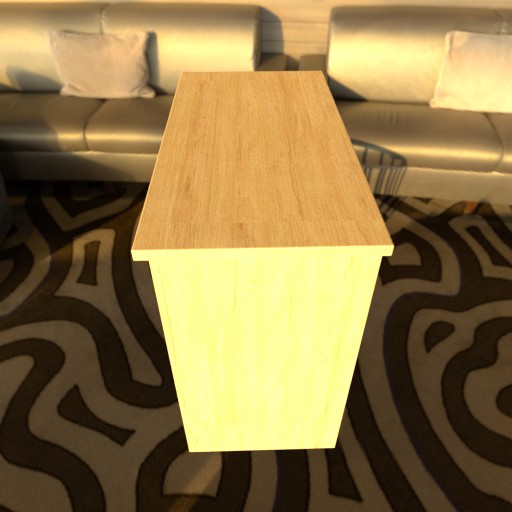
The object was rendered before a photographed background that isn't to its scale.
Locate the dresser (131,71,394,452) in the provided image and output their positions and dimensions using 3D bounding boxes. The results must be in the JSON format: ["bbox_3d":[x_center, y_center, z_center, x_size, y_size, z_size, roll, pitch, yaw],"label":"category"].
[{"bbox_3d":[0.000,0.000,1.230,0.410,0.730,0.800,-1,41,-1],"label":"dresser"}]
